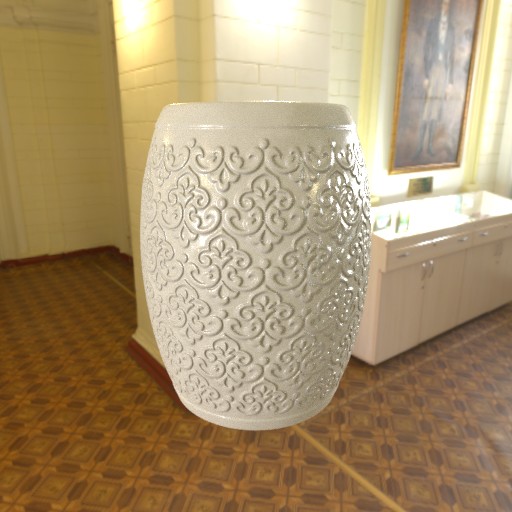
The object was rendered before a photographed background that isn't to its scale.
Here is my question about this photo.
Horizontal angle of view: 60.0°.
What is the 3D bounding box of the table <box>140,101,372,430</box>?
[{"bbox_3d":[0.000,0.000,0.617,0.309,0.397,0.309,0,16,0],"label":"table"}]
